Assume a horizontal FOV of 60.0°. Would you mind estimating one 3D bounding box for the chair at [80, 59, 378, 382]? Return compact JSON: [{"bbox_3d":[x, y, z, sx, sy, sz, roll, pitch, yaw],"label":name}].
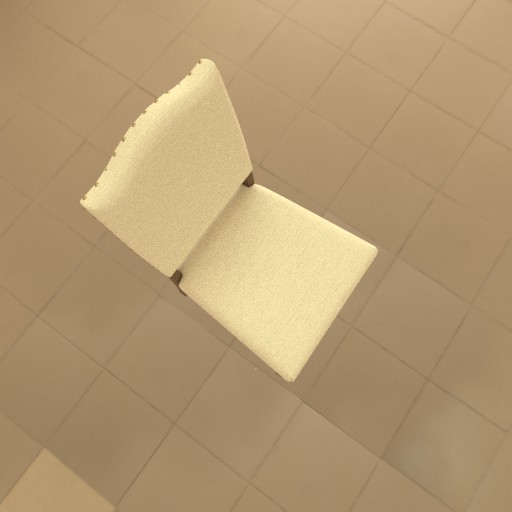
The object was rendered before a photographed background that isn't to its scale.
[{"bbox_3d":[0.000,0.000,1.379,0.619,1.015,0.508,34,78,8],"label":"chair"}]
